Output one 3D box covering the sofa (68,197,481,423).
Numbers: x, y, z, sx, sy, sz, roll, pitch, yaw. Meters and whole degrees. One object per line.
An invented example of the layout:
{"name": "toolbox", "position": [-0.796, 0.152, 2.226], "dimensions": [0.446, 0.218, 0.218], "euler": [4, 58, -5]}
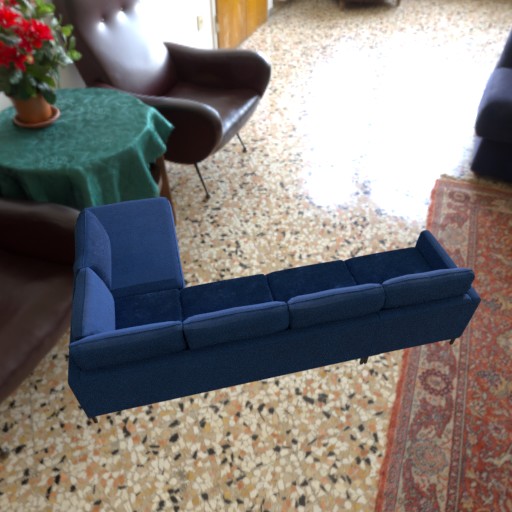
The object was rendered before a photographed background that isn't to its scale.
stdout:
{"name": "sofa", "position": [0.000, 0.000, 3.201], "dimensions": [2.486, 0.687, 1.707], "euler": [-10, 46, -10]}
